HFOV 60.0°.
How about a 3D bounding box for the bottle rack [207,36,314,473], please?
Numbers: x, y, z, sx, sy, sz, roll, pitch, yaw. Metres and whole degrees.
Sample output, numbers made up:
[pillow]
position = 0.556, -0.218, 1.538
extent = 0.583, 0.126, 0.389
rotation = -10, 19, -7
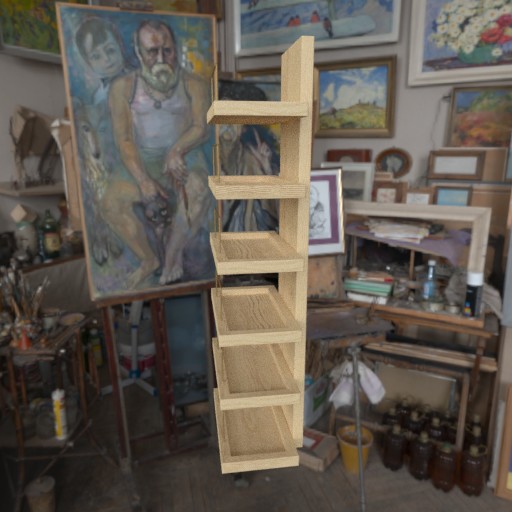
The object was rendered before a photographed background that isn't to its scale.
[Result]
[bottle rack]
position = 0.000, 0.000, 1.077
extent = 0.206, 0.943, 0.330
rotation = -2, 14, -8
